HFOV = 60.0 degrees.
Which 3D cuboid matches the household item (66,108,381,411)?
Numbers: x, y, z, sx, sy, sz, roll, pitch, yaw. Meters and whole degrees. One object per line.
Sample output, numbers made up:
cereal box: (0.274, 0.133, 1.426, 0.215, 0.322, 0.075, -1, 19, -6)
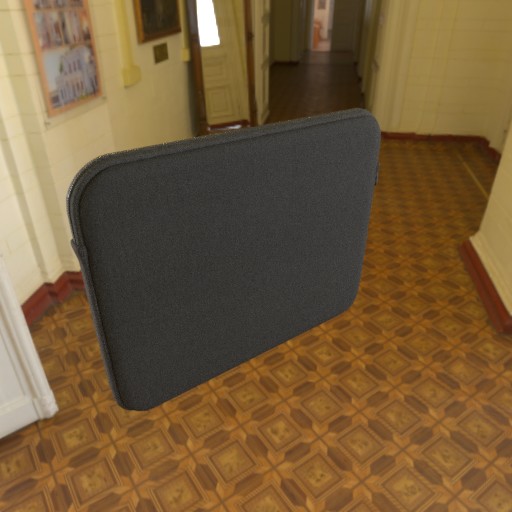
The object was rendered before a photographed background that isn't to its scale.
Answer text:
household item: (0.000, 0.000, 0.528, 0.396, 0.305, 0.030, -20, 36, -30)
